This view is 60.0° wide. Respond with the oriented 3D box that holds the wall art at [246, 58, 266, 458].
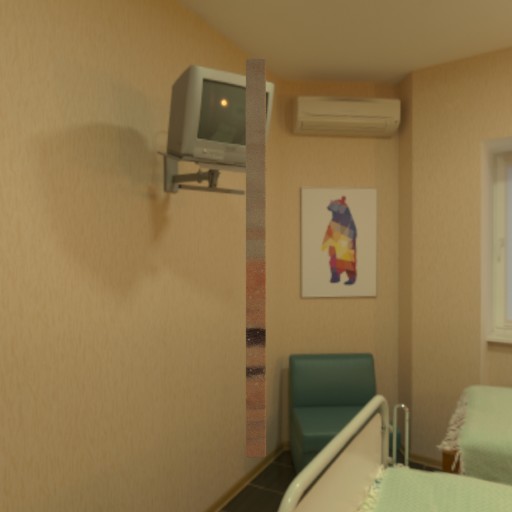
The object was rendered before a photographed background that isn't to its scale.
[{"bbox_3d":[0.000,0.000,1.350,0.038,0.763,1.015,0,1,0],"label":"wall art"}]
